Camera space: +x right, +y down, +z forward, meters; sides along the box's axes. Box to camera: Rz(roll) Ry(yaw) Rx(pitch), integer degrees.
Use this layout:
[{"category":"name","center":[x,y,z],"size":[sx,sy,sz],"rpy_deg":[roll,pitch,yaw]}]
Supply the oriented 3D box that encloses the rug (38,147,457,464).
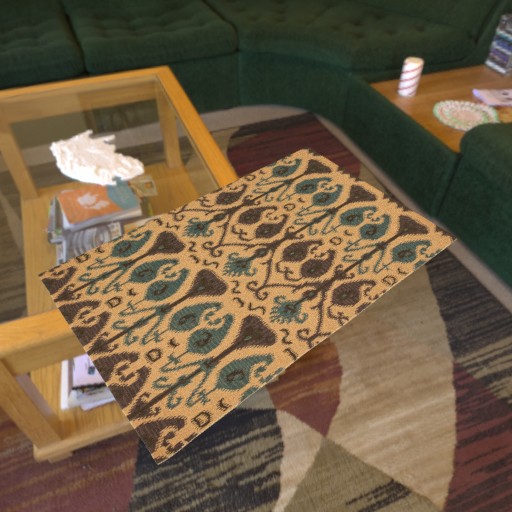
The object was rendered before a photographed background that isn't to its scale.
[{"category":"rug","center":[0.000,0.000,2.100],"size":[1.698,0.013,1.072],"rpy_deg":[-30,53,-26]}]
